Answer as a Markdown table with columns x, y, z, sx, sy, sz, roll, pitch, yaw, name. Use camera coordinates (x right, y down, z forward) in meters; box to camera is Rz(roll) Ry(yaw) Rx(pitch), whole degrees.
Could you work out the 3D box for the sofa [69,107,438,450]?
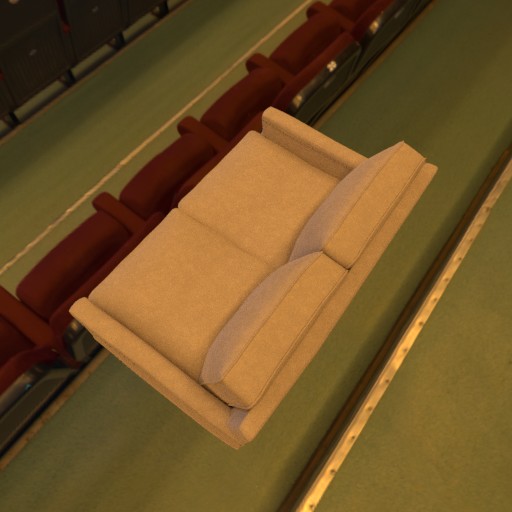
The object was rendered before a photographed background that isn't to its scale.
| x | y | z | sx | sy | sz | roll | pitch | yaw | name |
| --- | --- | --- | --- | --- | --- | --- | --- | --- | --- |
| 0.000 | 0.000 | 2.279 | 1.084 | 1.002 | 1.597 | 33 | 67 | 16 | sofa |
